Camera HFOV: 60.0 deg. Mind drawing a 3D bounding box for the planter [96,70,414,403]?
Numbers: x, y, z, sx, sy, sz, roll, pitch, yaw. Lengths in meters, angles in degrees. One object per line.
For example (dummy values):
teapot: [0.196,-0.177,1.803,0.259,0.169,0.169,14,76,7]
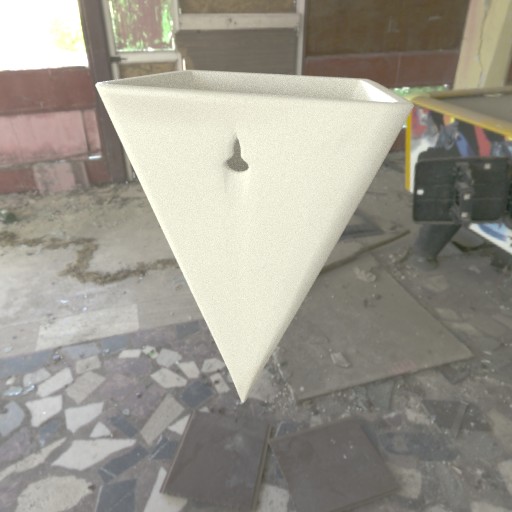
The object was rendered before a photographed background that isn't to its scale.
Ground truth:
planter: [0.000,0.000,0.267,0.150,0.197,0.060,10,32,16]
